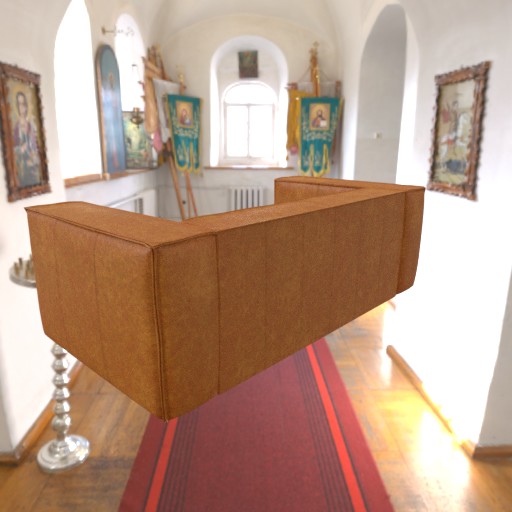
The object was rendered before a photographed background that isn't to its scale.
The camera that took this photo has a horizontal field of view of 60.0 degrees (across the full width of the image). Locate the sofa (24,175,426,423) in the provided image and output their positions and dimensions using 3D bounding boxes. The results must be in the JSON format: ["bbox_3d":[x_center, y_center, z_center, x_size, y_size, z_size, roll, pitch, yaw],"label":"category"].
[{"bbox_3d":[0.000,0.000,2.511,1.102,0.703,2.088,14,21,41],"label":"sofa"}]
